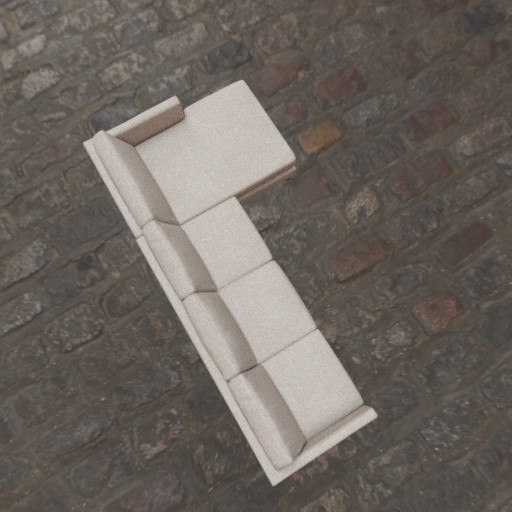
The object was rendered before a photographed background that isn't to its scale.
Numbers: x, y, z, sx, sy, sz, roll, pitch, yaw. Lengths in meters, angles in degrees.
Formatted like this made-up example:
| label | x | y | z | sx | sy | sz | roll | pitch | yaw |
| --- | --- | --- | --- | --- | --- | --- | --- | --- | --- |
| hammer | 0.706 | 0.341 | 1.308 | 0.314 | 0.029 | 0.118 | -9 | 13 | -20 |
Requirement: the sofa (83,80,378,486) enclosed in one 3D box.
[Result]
| label | x | y | z | sx | sy | sz | roll | pitch | yaw |
| --- | --- | --- | --- | --- | --- | --- | --- | --- | --- |
| sofa | 0.000 | 0.000 | 3.847 | 1.625 | 0.846 | 3.186 | -30 | 78 | -7 |
